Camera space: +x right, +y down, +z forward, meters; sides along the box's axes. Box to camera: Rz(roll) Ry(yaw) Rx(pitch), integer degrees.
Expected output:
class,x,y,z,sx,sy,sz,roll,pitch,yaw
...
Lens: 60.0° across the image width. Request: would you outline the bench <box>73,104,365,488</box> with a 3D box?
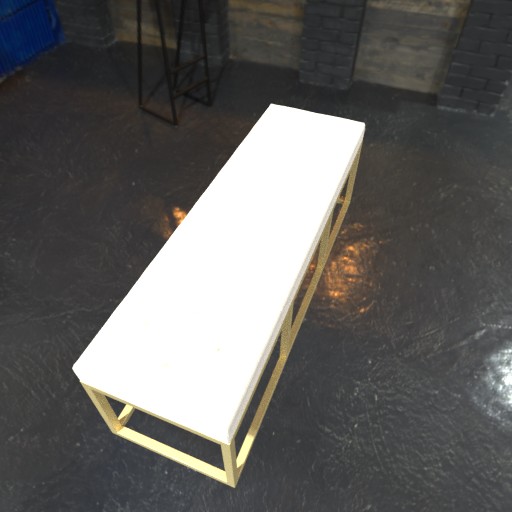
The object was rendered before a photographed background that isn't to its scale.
class,x,y,z,sx,sy,sz,roll,pitch,yaw
bench,0.000,0.000,1.729,0.457,0.484,1.473,17,50,15
